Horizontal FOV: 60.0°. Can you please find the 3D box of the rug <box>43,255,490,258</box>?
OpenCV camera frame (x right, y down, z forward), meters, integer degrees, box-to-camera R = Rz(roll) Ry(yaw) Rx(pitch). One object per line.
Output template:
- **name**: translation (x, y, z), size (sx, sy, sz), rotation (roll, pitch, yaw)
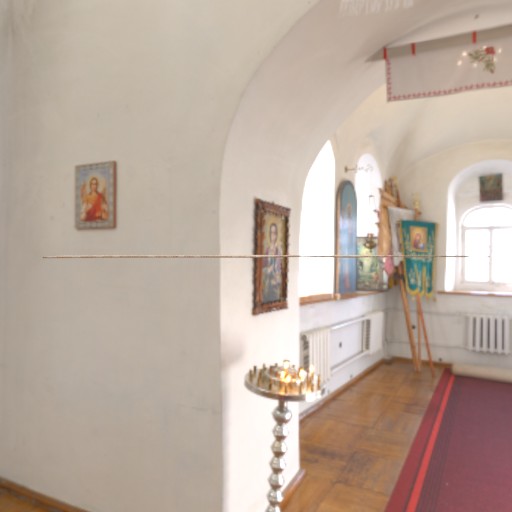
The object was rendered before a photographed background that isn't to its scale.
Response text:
- **rug**: translation (0.000, 0.000, 2.158), size (1.745, 0.010, 1.146), rotation (0, 0, -18)
